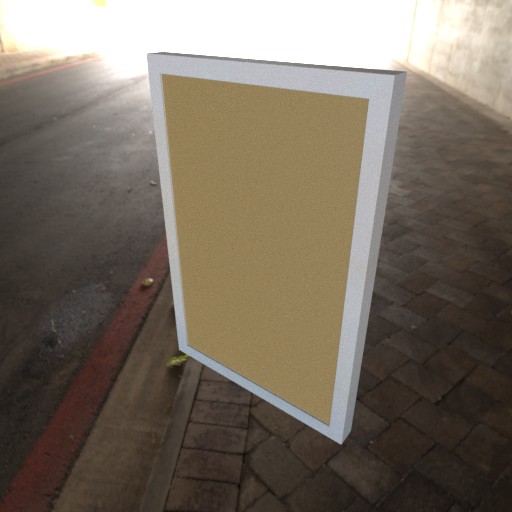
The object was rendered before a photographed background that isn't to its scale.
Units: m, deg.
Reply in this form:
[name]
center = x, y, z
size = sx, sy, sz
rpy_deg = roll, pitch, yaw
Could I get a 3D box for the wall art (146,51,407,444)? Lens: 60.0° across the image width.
[wall art]
center = 0.000, 0.000, 0.754
size = 0.408, 0.611, 0.038
rpy_deg = 21, 36, 32
